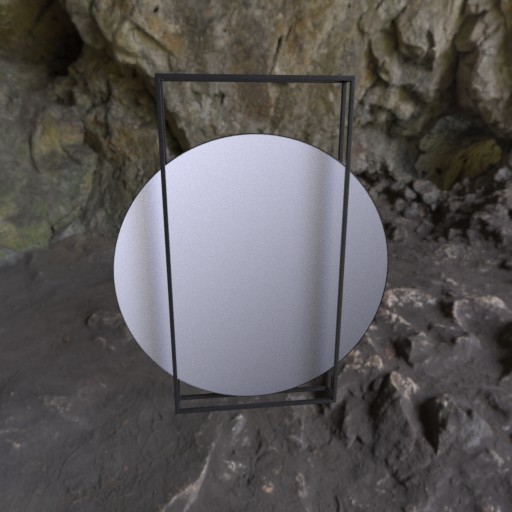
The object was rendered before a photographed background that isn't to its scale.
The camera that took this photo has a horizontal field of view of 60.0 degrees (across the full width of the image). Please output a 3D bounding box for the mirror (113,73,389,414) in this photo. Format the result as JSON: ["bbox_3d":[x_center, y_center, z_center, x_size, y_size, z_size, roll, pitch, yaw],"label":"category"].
[{"bbox_3d":[0.000,0.000,0.799,0.508,0.603,0.051,-2,17,-6],"label":"mirror"}]
